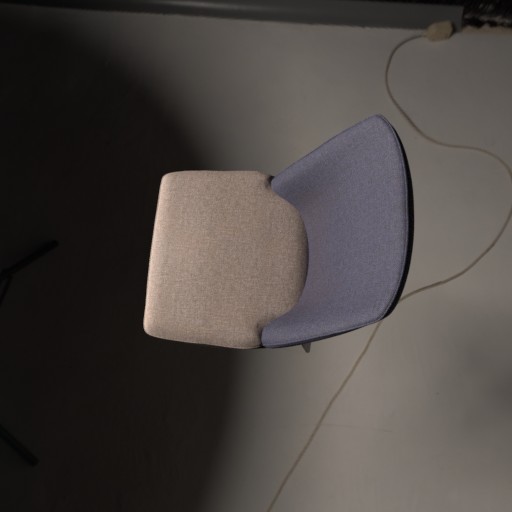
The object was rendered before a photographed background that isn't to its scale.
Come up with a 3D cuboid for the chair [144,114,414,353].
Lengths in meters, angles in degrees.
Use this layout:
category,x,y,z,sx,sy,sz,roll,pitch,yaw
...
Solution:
category,x,y,z,sx,sy,sz,roll,pitch,yaw
chair,0.000,0.000,1.162,0.551,0.839,0.480,3,75,1
